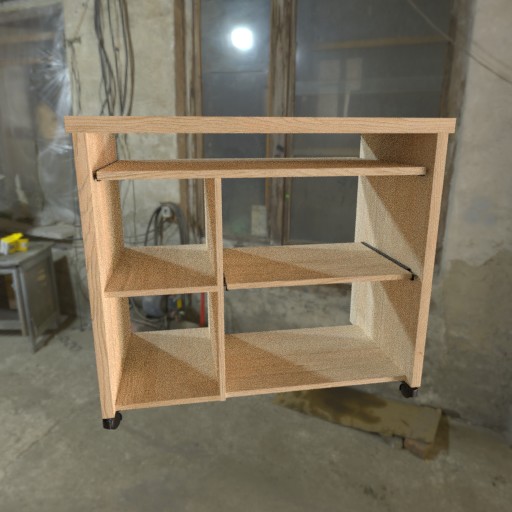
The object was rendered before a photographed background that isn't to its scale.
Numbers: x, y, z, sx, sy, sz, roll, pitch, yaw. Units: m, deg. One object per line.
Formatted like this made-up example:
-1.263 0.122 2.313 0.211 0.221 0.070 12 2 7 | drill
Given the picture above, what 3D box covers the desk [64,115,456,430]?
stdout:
0.000 0.000 1.312 0.885 0.770 0.480 -3 16 -9 | desk
